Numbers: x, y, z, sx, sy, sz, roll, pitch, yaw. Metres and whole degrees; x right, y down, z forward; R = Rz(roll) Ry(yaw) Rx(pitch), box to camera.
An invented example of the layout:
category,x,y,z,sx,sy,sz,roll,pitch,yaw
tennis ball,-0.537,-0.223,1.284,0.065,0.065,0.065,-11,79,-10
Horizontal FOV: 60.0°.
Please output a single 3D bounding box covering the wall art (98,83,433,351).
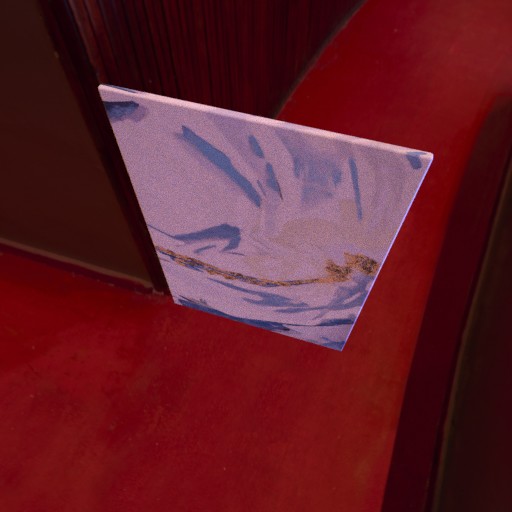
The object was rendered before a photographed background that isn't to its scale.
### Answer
category,x,y,z,sx,sy,sz,roll,pitch,yaw
wall art,0.000,0.000,1.162,0.610,0.914,0.016,15,59,9
